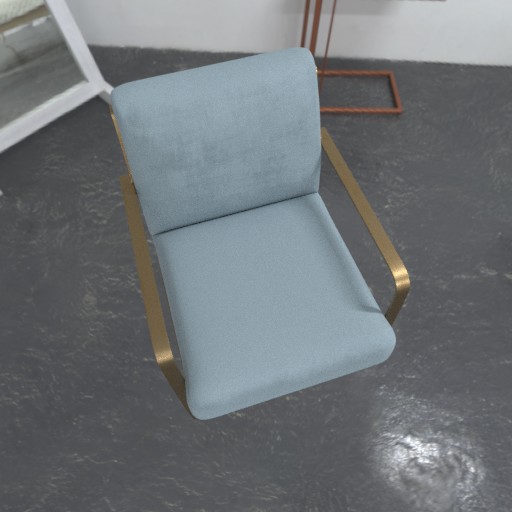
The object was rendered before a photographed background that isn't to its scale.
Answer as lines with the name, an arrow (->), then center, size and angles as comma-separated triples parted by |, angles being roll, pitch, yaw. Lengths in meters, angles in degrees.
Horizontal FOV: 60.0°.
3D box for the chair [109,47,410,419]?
chair -> 0.000, 0.000, 1.426 | 0.701, 0.824, 0.842 | -16, 63, -8
